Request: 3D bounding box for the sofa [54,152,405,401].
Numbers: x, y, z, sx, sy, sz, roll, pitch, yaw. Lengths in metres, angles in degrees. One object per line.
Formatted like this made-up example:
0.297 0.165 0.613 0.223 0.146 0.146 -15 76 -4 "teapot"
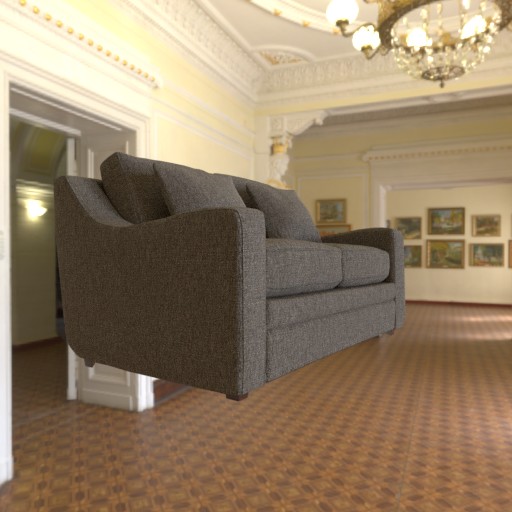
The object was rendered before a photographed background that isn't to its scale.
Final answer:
0.000 0.000 2.440 1.120 0.991 1.778 0 0 36 "sofa"
